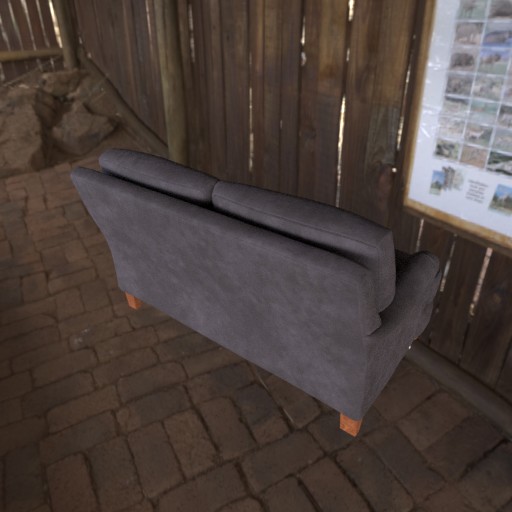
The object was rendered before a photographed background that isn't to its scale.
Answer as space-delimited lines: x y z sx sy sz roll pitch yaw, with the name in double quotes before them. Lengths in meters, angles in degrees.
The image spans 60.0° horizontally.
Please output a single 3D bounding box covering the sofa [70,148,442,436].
"sofa" 0.000 0.000 2.549 1.853 1.101 1.084 21 36 32
